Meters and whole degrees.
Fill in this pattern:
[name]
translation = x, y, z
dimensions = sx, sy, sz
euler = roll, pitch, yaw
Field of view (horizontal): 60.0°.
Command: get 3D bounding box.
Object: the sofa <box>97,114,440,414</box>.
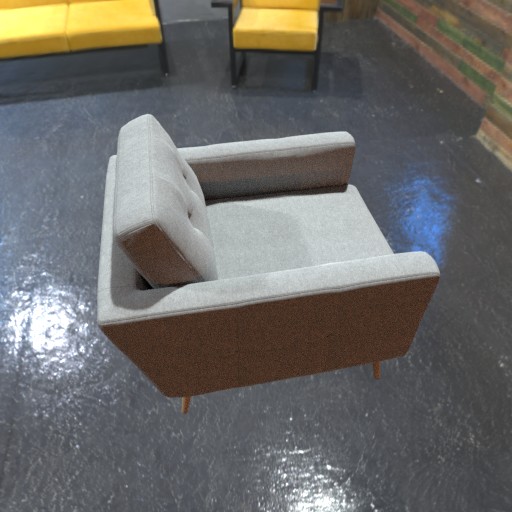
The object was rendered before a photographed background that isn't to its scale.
[sofa]
translation = 0.000, 0.000, 1.513
dimensions = 0.920, 0.860, 0.770
euler = -8, 46, -8
